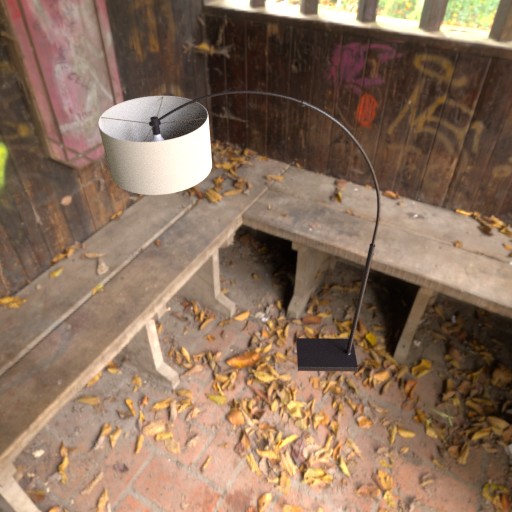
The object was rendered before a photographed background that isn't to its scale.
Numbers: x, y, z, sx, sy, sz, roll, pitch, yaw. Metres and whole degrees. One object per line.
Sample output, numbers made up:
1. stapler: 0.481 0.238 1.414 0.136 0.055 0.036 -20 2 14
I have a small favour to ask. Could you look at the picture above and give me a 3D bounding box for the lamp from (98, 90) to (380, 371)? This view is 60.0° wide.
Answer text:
1. lamp: 0.000 0.000 2.575 1.424 1.927 0.493 1 41 1
